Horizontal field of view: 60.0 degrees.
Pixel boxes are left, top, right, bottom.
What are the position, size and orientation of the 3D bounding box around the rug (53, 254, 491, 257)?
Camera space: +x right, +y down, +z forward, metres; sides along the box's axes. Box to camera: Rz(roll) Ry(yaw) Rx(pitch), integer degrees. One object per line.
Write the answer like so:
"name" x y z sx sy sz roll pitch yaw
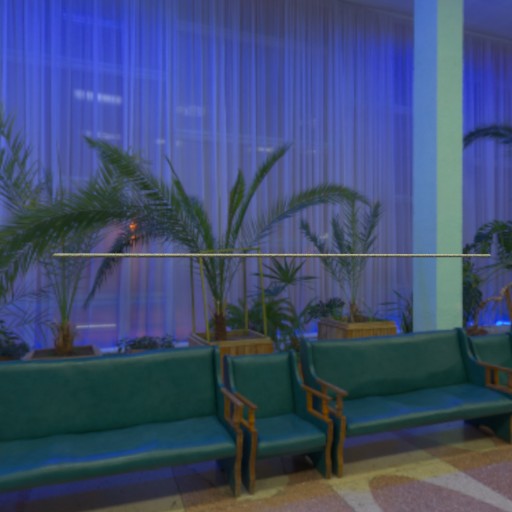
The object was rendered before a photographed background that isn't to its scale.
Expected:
"rug" 0.000 0.000 2.751 2.132 0.015 1.526 0 0 -18
